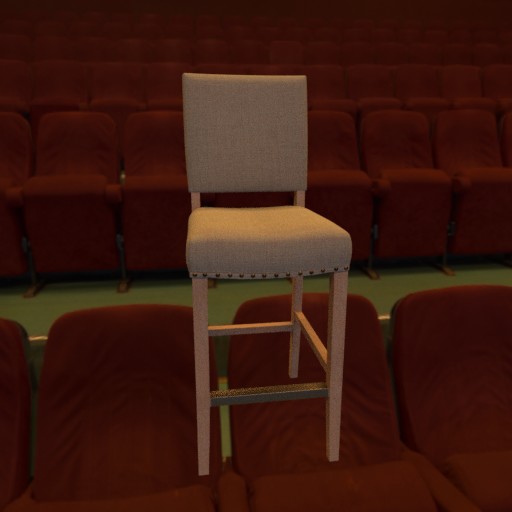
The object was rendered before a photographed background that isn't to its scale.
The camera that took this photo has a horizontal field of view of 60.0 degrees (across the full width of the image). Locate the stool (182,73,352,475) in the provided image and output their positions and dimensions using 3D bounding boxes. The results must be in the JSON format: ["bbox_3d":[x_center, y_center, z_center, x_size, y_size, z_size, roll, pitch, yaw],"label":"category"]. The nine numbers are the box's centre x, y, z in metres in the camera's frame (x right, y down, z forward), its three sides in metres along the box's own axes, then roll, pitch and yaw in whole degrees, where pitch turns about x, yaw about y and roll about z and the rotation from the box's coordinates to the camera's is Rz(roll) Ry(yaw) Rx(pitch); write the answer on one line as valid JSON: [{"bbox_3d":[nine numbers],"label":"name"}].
[{"bbox_3d":[0.000,0.000,1.450,0.445,1.173,0.585,-2,15,-8],"label":"stool"}]
